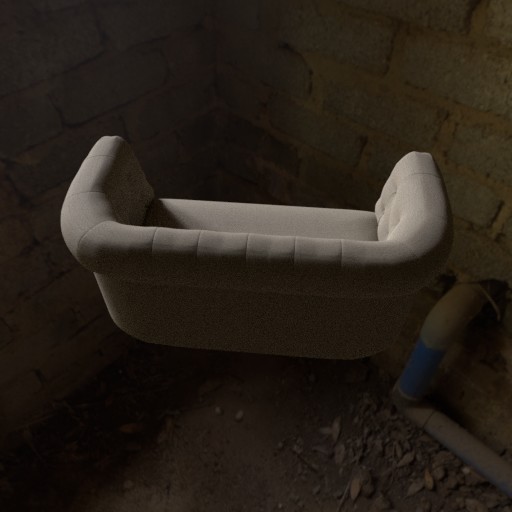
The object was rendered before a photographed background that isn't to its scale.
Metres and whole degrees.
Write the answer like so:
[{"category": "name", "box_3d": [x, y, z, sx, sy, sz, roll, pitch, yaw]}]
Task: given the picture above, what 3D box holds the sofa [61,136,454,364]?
[{"category": "sofa", "box_3d": [0.000, 0.000, 2.031, 1.558, 0.827, 0.835, 4, 46, 4]}]
